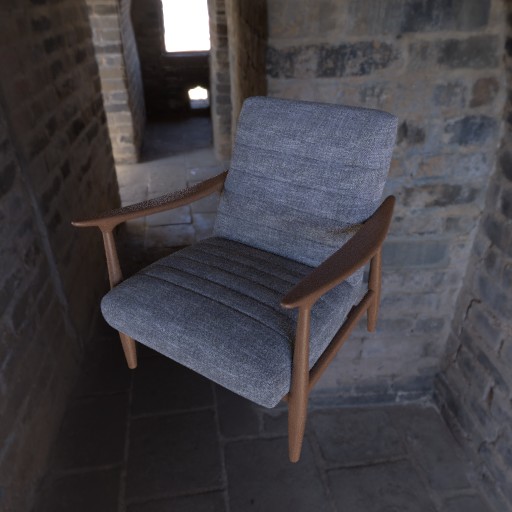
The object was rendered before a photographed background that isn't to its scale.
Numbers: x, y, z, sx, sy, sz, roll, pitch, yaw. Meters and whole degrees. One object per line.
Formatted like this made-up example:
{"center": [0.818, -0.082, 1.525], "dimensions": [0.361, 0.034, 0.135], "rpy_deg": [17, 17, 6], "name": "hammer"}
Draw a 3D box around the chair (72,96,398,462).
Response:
{"center": [0.000, 0.000, 1.418], "dimensions": [0.741, 0.832, 0.798], "rpy_deg": [19, 35, 28], "name": "chair"}
